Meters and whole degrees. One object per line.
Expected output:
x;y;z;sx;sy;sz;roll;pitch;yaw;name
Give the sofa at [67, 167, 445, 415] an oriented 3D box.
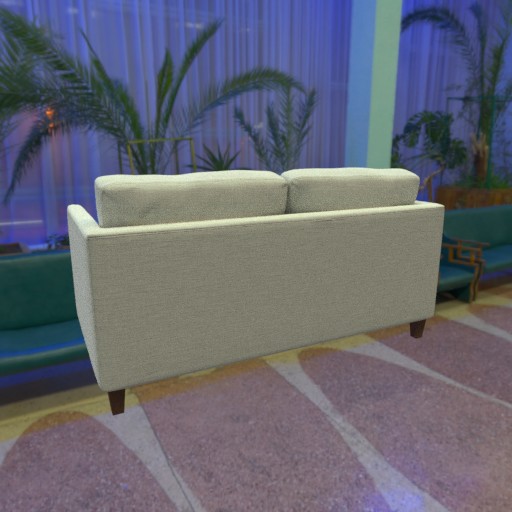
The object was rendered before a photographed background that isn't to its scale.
0.000;0.000;2.447;1.838;0.963;0.950;-7;15;-26;sofa
